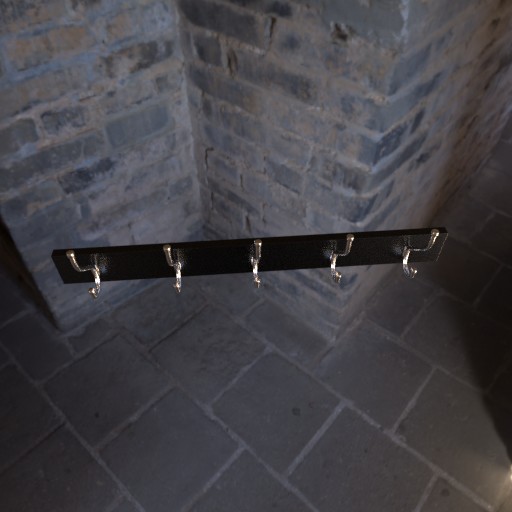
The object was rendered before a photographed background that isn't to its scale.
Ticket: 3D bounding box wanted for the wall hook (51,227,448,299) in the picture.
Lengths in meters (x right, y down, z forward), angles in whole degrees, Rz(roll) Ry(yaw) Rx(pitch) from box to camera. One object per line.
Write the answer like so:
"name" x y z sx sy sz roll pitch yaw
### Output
"wall hook" 0.000 0.000 0.622 0.571 0.117 0.071 -3 46 -3
